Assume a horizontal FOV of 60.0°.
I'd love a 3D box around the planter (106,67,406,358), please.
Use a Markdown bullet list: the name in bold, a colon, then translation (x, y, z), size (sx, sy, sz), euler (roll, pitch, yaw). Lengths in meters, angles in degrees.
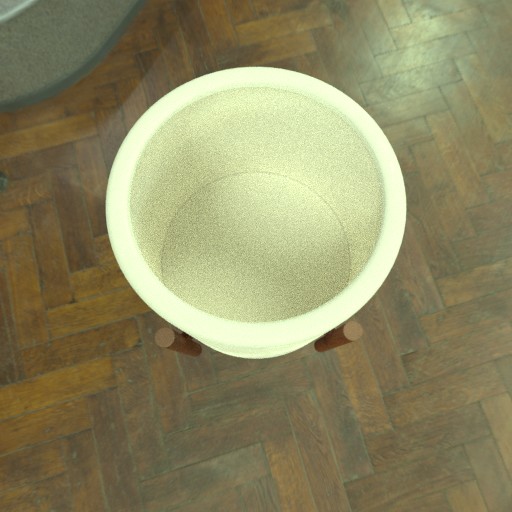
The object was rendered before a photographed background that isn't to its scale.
- **planter**: translation (0.000, 0.000, 0.500), size (0.224, 0.358, 0.224), euler (-2, 75, -1)
